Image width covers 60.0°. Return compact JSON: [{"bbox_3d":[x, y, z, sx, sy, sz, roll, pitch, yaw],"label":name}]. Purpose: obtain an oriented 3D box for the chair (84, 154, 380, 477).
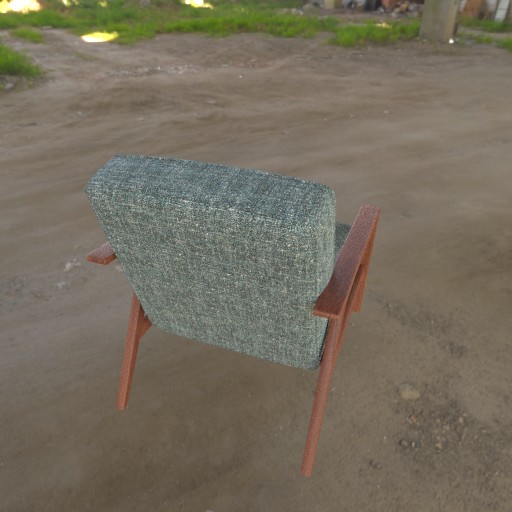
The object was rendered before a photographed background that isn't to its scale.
[{"bbox_3d":[0.000,0.000,1.528,0.719,0.864,0.889,12,34,18],"label":"chair"}]
